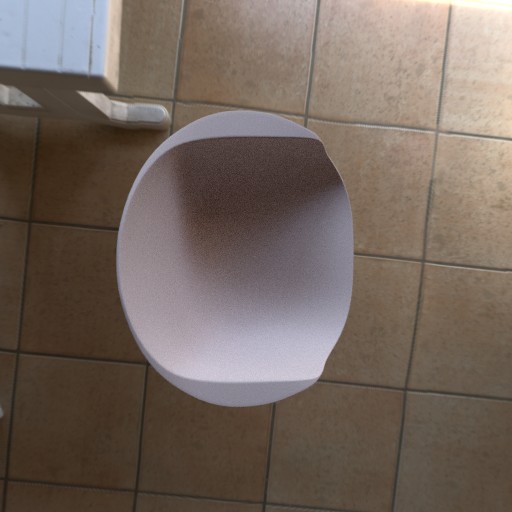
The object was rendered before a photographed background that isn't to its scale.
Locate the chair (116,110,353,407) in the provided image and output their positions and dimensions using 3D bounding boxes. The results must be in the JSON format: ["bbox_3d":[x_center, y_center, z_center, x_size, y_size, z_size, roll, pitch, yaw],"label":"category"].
[{"bbox_3d":[0.000,0.000,1.176,0.504,0.781,0.593,0,92,-1],"label":"chair"}]
